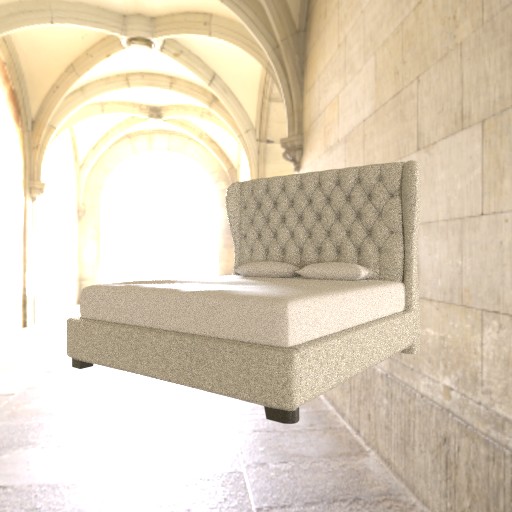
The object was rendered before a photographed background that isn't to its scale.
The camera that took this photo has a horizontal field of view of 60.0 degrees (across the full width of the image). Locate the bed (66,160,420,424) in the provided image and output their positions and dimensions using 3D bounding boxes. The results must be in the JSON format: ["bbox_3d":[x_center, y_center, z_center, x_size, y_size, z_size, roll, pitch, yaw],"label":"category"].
[{"bbox_3d":[0.000,0.000,3.862,2.219,1.771,2.347,0,0,36],"label":"bed"}]
